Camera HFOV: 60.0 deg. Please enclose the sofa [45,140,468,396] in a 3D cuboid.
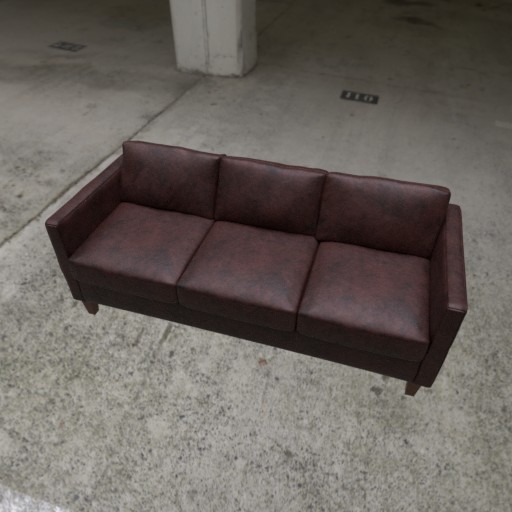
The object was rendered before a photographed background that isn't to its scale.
[{"bbox_3d":[0.000,0.000,2.950,2.464,1.006,1.045,11,42,13],"label":"sofa"}]
